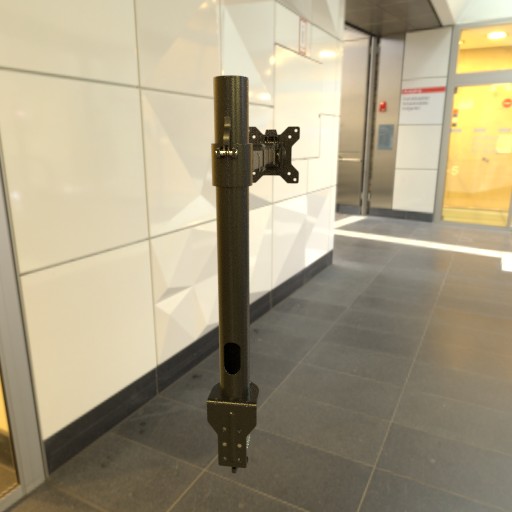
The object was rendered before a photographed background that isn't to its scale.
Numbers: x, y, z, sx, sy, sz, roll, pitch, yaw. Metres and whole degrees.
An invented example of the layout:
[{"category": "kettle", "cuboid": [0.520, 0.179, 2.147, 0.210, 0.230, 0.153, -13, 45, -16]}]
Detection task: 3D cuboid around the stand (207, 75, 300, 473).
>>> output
[{"category": "stand", "cuboid": [0.000, 0.000, 0.742, 0.115, 0.510, 0.456, 2, 15, 8]}]
